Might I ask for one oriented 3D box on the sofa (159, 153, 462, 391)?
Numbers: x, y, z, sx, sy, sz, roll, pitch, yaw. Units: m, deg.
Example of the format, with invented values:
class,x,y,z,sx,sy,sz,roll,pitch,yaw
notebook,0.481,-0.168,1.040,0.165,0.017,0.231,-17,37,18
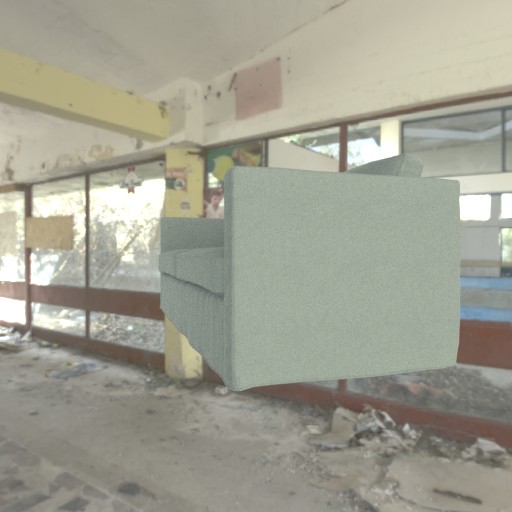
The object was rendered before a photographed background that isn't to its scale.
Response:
class,x,y,z,sx,sy,sz,roll,pitch,yaw
sofa,0.000,0.000,2.646,0.962,0.853,2.312,0,0,-18
